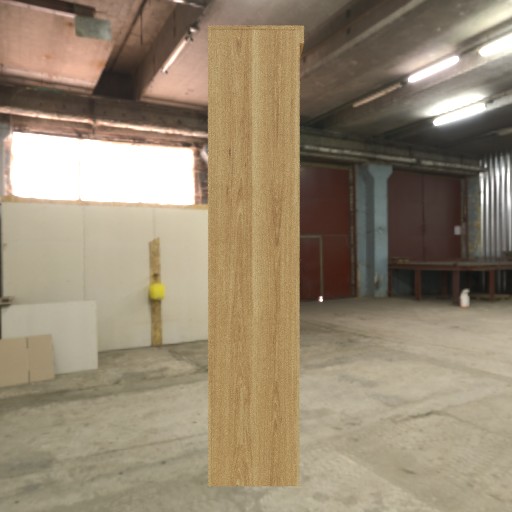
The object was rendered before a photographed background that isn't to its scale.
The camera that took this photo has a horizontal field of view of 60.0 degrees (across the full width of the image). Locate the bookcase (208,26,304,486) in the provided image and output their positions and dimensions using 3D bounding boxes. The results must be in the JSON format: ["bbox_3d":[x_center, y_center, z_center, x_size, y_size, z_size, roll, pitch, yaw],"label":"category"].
[{"bbox_3d":[0.000,0.000,2.417,0.420,2.020,0.950,0,0,0],"label":"bookcase"}]
